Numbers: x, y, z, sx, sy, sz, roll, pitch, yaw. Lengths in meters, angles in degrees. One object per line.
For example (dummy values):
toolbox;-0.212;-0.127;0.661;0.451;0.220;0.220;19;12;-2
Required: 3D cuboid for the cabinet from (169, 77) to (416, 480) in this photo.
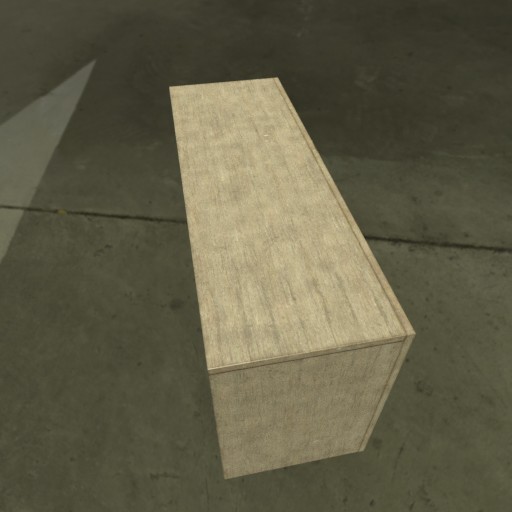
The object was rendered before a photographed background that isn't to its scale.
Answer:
cabinet;0.000;0.000;1.828;0.511;0.825;1.460;-8;46;-8
